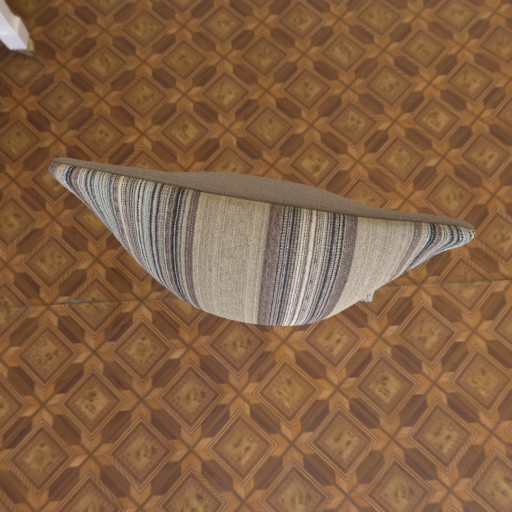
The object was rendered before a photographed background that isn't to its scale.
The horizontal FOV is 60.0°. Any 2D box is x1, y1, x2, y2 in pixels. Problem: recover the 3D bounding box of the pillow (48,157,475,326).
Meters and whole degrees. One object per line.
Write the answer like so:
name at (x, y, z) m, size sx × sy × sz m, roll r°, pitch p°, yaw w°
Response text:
pillow at (0.000, 0.000, 0.633) m, size 0.435 × 0.416 × 0.189 m, roll 9°, pitch 76°, yaw 2°
